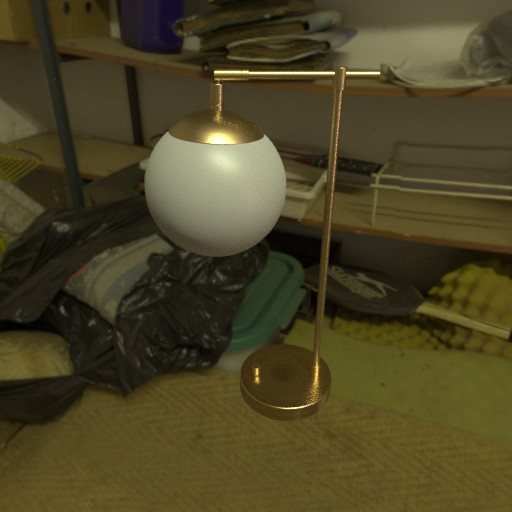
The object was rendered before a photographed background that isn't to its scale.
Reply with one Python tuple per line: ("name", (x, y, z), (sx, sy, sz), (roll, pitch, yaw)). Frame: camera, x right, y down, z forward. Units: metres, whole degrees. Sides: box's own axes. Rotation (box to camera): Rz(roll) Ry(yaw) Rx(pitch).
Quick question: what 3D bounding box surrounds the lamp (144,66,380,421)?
("lamp", (0.000, 0.000, 0.710), (0.324, 0.559, 0.207), (0, 28, 0))
